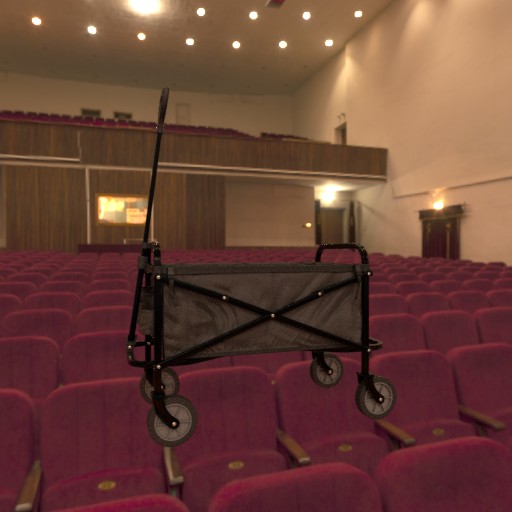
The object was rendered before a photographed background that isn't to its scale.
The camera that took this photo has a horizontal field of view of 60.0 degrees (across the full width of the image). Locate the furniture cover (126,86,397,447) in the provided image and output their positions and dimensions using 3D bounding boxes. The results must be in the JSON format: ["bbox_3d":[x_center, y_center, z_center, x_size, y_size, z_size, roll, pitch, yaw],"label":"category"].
[{"bbox_3d":[0.000,0.000,1.838,1.038,1.295,0.532,0,0,-18],"label":"furniture cover"}]
